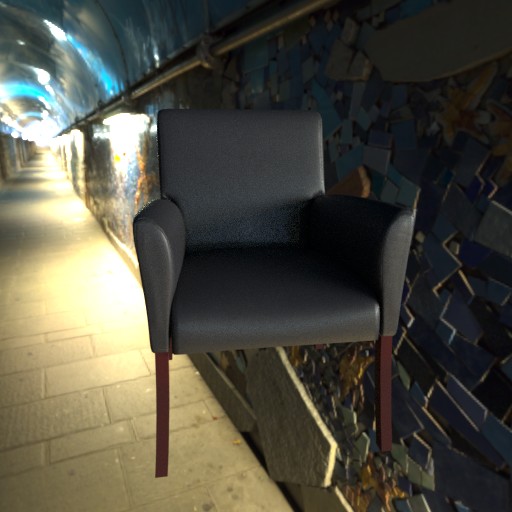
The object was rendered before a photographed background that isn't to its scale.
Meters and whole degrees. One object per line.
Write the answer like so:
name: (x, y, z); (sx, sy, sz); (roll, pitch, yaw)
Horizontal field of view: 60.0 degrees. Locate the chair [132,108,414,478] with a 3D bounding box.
chair: (0.000, 0.000, 1.437); (0.683, 0.951, 0.772); (-2, 15, -9)
